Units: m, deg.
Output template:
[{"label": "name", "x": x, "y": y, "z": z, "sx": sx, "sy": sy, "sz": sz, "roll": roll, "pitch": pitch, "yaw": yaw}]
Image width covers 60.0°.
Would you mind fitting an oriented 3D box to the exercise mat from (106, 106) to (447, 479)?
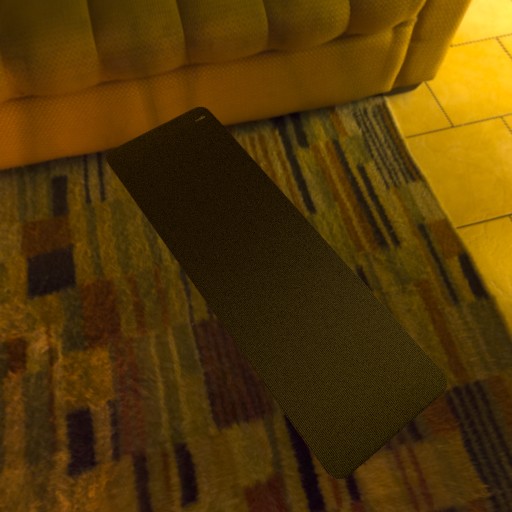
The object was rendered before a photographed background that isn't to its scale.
[{"label": "exercise mat", "x": 0.000, "y": 0.000, "z": 2.035, "sx": 0.616, "sy": 0.021, "sz": 1.869, "roll": -33, "pitch": 68, "yaw": -15}]
